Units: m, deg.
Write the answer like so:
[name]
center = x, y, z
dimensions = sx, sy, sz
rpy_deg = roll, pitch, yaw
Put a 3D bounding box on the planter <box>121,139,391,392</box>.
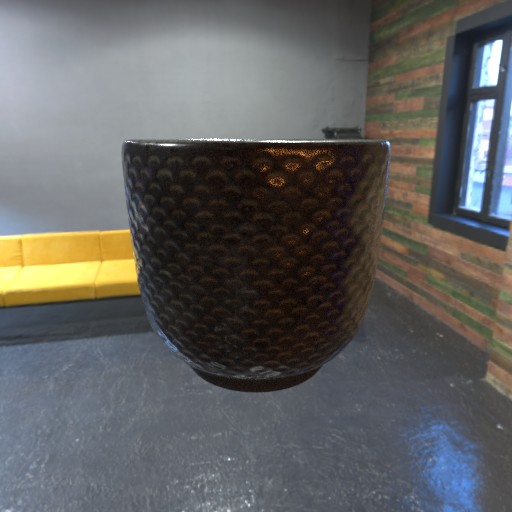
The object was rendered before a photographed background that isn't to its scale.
[planter]
center = 0.000, 0.000, 0.254
dimensions = 0.140, 0.129, 0.140
rpy_deg = 0, 15, 0
